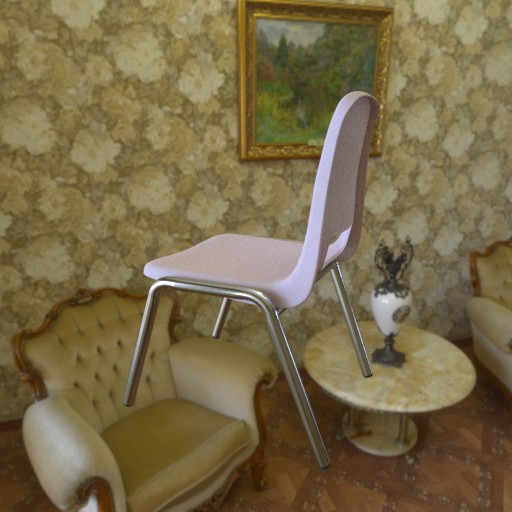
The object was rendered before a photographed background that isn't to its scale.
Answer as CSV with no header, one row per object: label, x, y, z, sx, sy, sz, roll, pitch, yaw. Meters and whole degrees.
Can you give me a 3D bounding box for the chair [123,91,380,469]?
chair,0.000,0.000,0.860,0.423,0.586,0.354,8,18,26
